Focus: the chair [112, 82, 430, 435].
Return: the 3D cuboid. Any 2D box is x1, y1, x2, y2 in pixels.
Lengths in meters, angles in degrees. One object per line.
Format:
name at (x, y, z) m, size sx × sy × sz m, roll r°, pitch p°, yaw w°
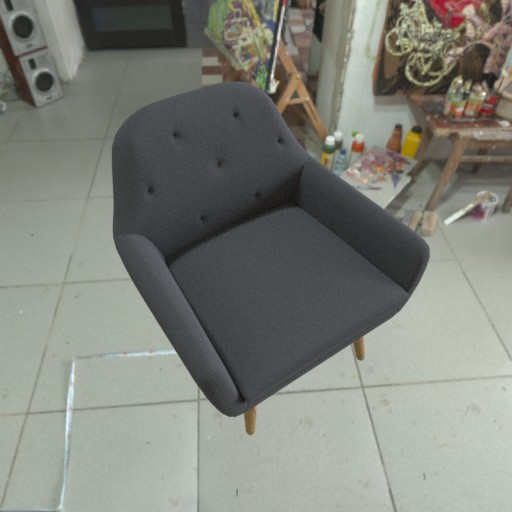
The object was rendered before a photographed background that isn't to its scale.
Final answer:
chair at (0.000, 0.000, 1.417) m, size 0.770 × 0.800 × 0.779 m, roll -26°, pitch 52°, yaw -23°
